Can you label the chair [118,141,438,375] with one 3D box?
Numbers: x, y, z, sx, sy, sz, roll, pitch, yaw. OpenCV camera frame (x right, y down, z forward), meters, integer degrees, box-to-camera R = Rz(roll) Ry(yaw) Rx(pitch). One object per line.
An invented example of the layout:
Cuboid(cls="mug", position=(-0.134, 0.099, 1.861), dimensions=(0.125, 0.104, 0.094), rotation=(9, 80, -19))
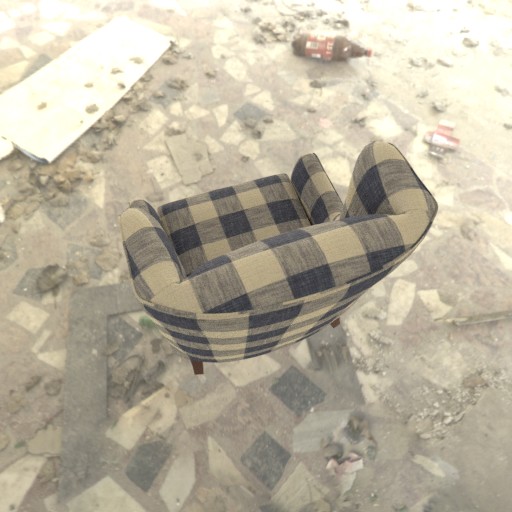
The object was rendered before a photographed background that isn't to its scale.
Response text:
Cuboid(cls="chair", position=(0.000, 0.000, 1.684), dimensions=(0.830, 1.041, 0.889), rotation=(-17, 59, -11))
